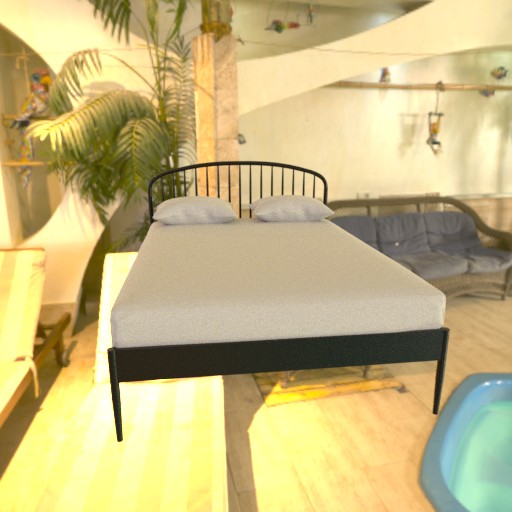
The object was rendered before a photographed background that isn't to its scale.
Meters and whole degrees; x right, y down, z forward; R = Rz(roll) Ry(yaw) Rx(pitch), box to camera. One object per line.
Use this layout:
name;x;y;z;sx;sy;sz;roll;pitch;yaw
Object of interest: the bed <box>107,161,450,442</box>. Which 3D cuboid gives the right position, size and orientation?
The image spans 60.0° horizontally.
bed;0.000;0.000;3.037;1.618;1.166;2.159;-2;15;-7
